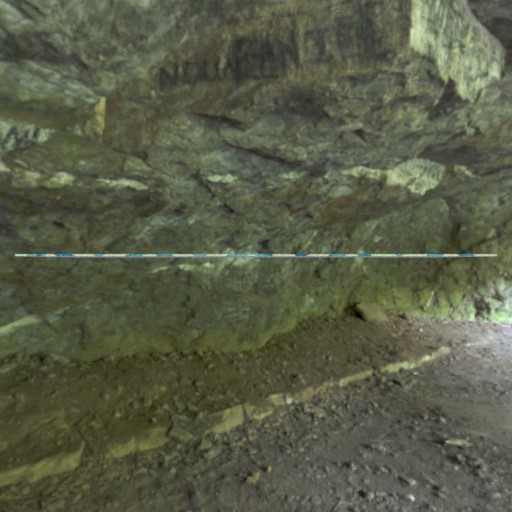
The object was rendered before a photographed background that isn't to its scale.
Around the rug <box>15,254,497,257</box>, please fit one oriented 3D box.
[{"bbox_3d":[0.000,0.000,1.618,1.492,0.007,0.503,0,-1,0],"label":"rug"}]
